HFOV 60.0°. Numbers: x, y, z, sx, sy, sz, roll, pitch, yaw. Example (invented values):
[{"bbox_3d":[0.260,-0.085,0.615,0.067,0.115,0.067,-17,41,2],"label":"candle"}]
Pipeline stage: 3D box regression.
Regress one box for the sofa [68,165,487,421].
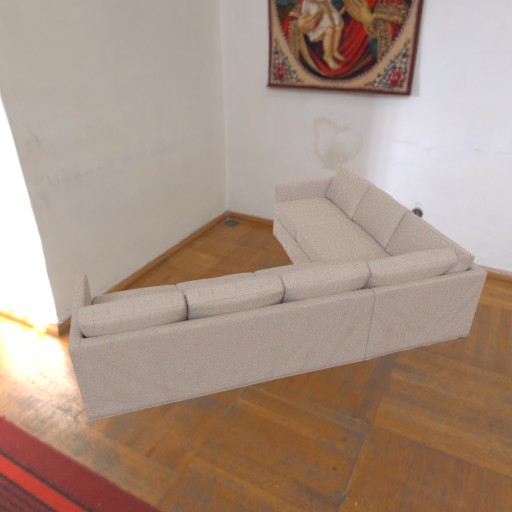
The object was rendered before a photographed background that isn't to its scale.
[{"bbox_3d":[0.000,0.000,4.275,3.182,0.871,2.432,-8,31,-14],"label":"sofa"}]
